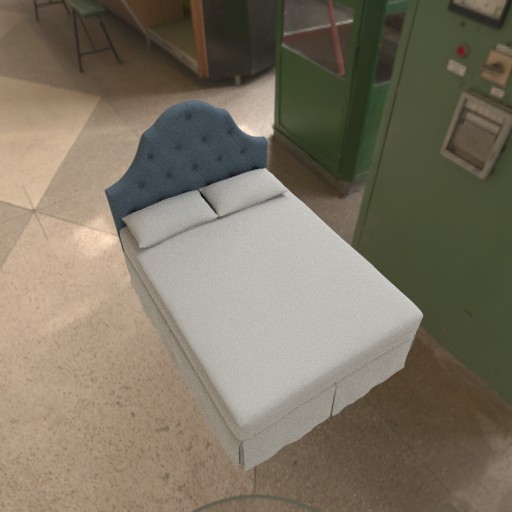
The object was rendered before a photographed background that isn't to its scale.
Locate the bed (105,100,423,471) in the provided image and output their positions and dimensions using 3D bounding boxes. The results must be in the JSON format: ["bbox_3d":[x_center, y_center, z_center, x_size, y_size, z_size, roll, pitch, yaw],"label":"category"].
[{"bbox_3d":[0.000,0.000,3.375,1.636,1.575,2.155,-24,51,-22],"label":"bed"}]
